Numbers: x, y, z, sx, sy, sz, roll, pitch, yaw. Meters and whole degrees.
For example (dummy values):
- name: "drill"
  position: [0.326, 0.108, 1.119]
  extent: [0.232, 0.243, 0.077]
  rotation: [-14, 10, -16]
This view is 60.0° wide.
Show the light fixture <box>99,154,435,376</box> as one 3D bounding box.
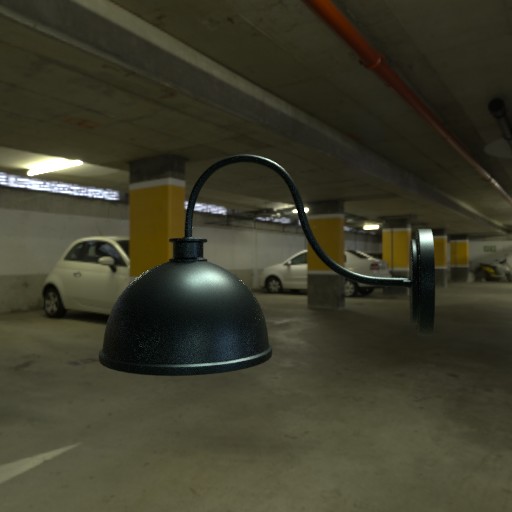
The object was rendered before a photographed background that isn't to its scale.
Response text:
- name: "light fixture"
  position: [0.000, 0.000, 0.636]
  extent: [0.467, 0.295, 0.253]
  rotation: [0, -1, 17]
